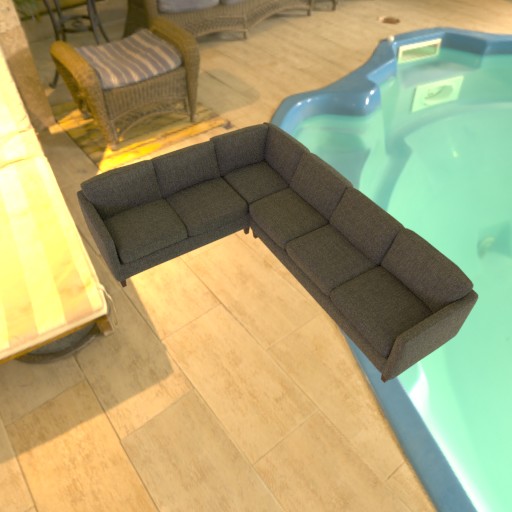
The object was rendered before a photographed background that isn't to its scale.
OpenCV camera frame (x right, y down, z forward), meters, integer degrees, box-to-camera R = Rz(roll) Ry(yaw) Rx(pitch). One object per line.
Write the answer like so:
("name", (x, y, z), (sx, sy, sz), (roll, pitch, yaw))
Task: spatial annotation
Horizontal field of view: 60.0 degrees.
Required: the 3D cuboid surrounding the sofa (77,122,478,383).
("sofa", (0.000, 0.000, 4.468), (2.593, 0.947, 3.302), (-24, 51, -21))
